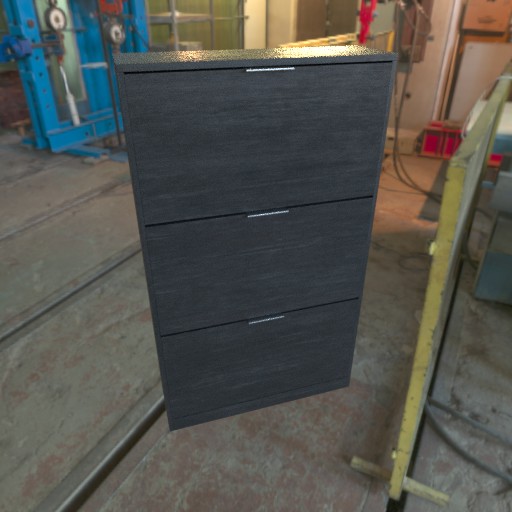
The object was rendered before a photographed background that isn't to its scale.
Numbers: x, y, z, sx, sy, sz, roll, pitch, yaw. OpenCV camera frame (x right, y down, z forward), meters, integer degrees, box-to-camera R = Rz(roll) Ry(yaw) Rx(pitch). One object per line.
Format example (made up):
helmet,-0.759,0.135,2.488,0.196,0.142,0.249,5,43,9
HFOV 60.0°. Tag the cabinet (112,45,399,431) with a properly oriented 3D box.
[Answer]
cabinet,0.000,0.000,1.534,0.750,1.280,0.250,-9,32,-15
